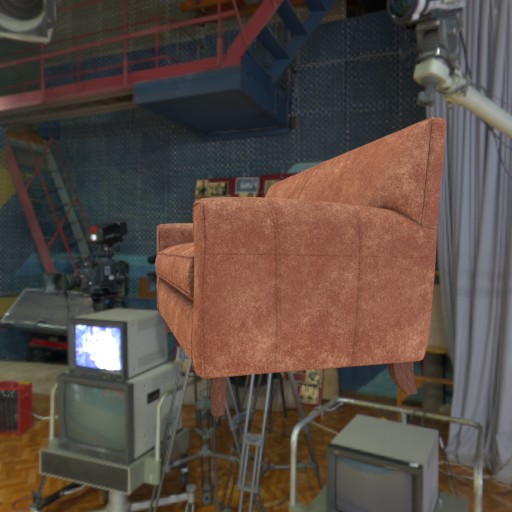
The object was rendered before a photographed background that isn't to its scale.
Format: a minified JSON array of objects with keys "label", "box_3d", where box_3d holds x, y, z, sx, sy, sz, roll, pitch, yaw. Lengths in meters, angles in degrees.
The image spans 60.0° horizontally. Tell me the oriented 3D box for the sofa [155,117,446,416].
[{"label":"sofa","box_3d":[0.000,0.000,1.956,0.787,0.871,1.473,0,1,-17]}]
